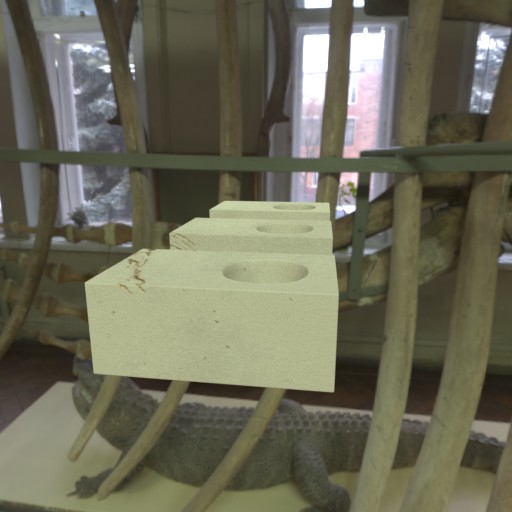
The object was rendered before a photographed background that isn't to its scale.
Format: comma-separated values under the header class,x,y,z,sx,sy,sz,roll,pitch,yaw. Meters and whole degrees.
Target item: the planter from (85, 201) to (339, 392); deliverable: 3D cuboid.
class,x,y,z,sx,sy,sz,roll,pitch,yaw
planter,0.000,0.000,0.381,0.127,0.051,0.333,2,14,8
